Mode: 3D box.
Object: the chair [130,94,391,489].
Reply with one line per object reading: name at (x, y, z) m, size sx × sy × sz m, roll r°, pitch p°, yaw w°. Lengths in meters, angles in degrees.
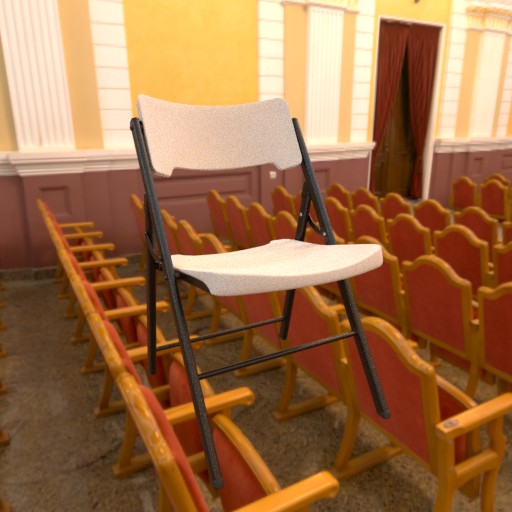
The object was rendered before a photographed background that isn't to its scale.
chair at (0.000, 0.000, 1.099) m, size 0.482 × 0.765 × 0.577 m, roll -9°, pitch 19°, yaw -27°
